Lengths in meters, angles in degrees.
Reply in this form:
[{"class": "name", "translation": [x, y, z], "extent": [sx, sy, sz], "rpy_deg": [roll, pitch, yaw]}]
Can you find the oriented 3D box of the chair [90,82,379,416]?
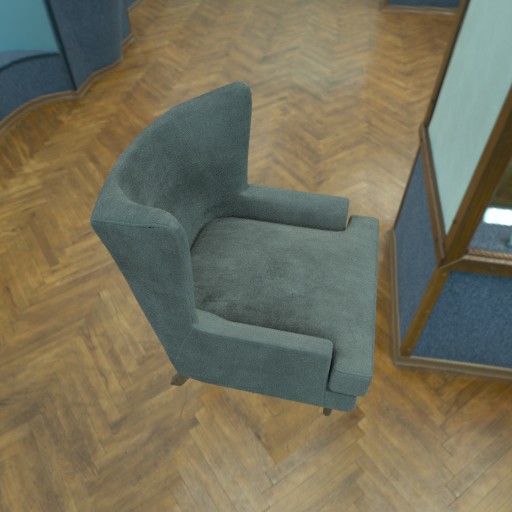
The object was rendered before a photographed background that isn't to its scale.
[{"class": "chair", "translation": [0.000, 0.000, 1.632], "extent": [0.906, 0.950, 0.784], "rpy_deg": [9, 47, 9]}]
